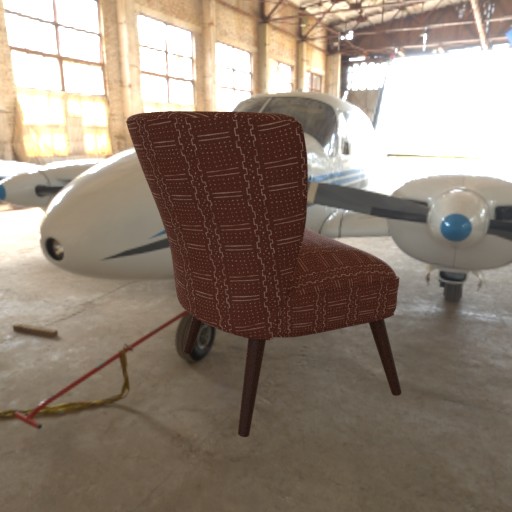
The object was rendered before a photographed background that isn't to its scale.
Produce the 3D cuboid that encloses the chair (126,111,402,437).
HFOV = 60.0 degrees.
[{"bbox_3d":[0.000,0.000,1.439,0.758,0.866,0.706,-7,16,-24],"label":"chair"}]
